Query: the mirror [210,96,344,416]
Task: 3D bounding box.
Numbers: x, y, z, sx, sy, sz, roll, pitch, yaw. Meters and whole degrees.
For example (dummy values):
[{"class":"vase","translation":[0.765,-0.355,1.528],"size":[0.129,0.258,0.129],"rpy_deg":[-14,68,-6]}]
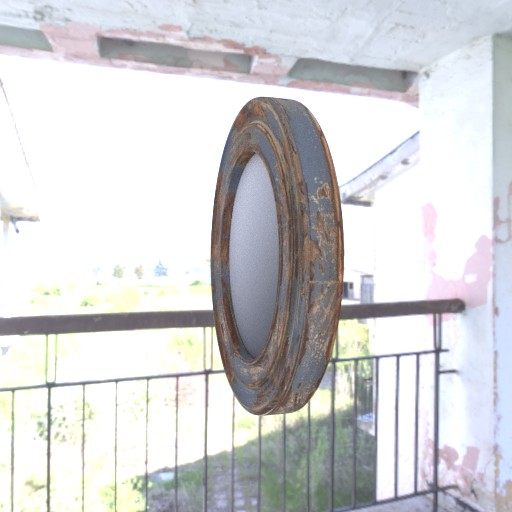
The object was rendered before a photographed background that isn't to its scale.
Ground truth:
[{"class":"mirror","translation":[0.000,0.000,0.861],"size":[0.061,0.585,0.585],"rpy_deg":[0,-1,-18]}]
